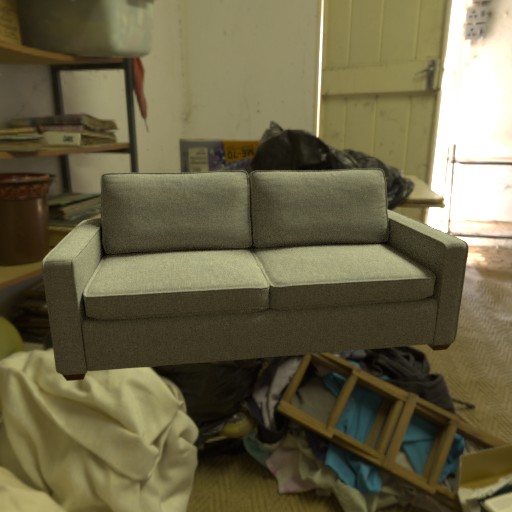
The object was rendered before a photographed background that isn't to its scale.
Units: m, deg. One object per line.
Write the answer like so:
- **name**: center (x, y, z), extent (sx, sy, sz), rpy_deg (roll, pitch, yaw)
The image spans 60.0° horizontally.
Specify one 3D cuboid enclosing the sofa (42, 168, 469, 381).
- **sofa**: center (0.000, 0.000, 2.556), extent (2.078, 0.918, 0.945), rpy_deg (-3, 17, -9)
